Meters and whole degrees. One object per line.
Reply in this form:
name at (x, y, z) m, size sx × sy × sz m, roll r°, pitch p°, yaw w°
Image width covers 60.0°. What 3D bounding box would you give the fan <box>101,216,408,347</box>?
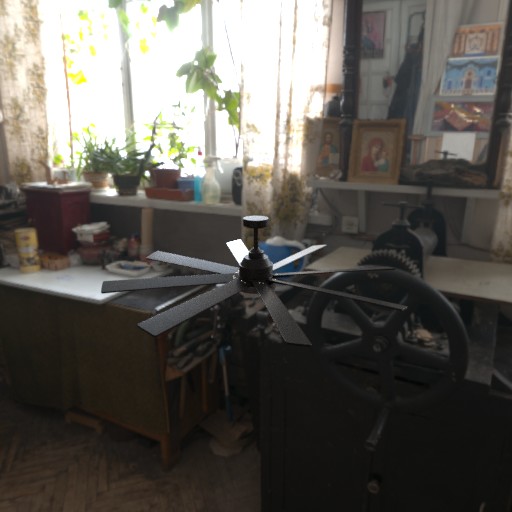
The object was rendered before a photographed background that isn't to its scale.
fan at (0.000, 0.000, 2.717) m, size 1.830 × 0.472 × 1.830 m, roll -3°, pitch 16°, yaw -11°
